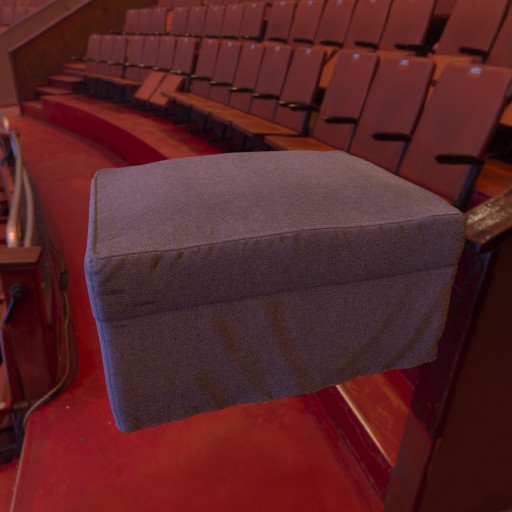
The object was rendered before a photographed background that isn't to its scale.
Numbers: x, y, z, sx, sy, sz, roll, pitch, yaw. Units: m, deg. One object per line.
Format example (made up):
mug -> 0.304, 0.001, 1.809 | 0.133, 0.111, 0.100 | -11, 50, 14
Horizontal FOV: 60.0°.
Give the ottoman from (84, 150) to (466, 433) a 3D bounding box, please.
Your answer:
ottoman -> 0.000, 0.000, 1.235 | 0.833, 0.492, 0.652 | -8, 28, -16
